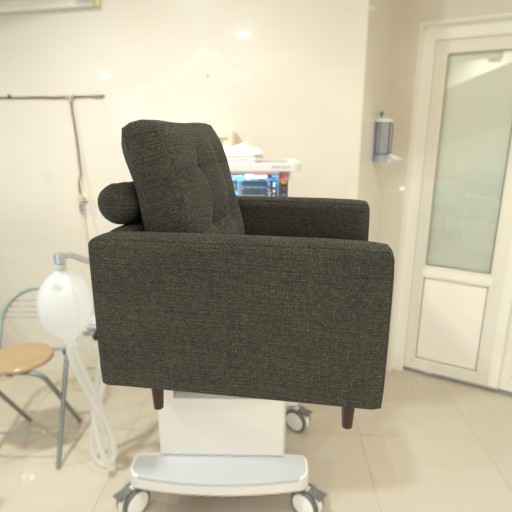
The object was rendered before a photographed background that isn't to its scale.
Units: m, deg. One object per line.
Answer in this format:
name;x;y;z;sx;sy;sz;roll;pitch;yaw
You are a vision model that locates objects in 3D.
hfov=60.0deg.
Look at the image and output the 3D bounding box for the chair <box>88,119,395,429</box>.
chair;0.000;0.000;1.512;0.843;0.880;0.821;3;16;9
